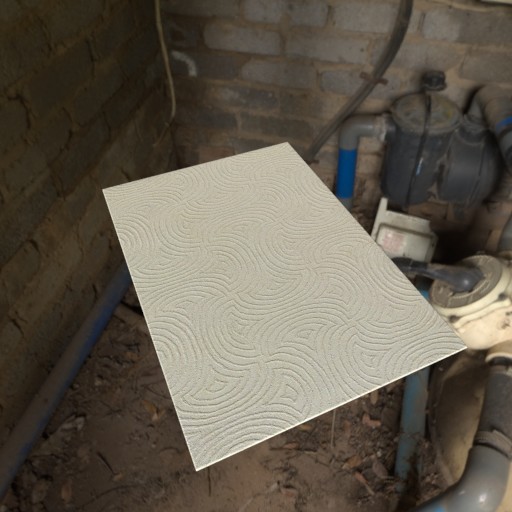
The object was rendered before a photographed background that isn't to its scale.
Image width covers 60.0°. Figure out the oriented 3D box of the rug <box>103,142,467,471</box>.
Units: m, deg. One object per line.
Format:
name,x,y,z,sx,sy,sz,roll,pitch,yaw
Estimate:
rug,0.000,0.000,2.817,1.526,0.015,2.132,-18,50,-16
